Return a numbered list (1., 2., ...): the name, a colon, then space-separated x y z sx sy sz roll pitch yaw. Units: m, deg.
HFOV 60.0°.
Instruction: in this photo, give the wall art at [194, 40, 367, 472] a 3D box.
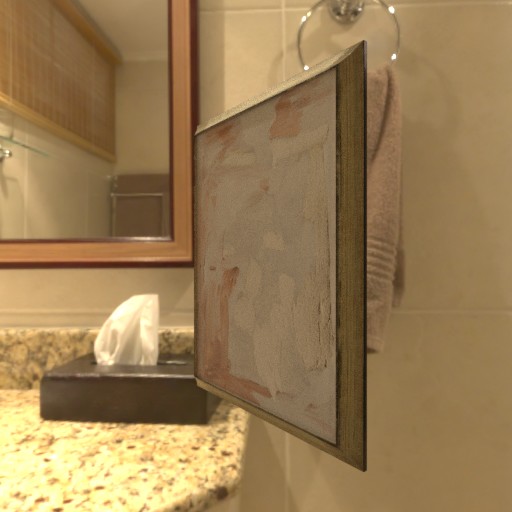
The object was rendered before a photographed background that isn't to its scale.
1. wall art: 0.000 0.000 0.621 0.023 0.457 0.381 0 0 -35
